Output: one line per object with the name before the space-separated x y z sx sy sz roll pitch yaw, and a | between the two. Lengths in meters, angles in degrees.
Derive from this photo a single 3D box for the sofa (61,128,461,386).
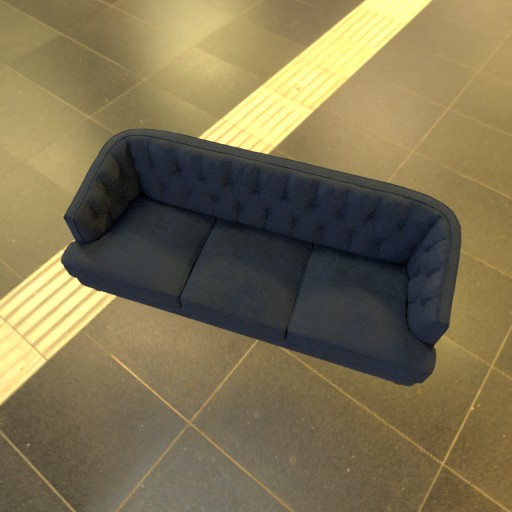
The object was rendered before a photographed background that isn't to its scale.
sofa | 0.000 0.000 2.786 2.278 0.855 0.941 16 59 10
